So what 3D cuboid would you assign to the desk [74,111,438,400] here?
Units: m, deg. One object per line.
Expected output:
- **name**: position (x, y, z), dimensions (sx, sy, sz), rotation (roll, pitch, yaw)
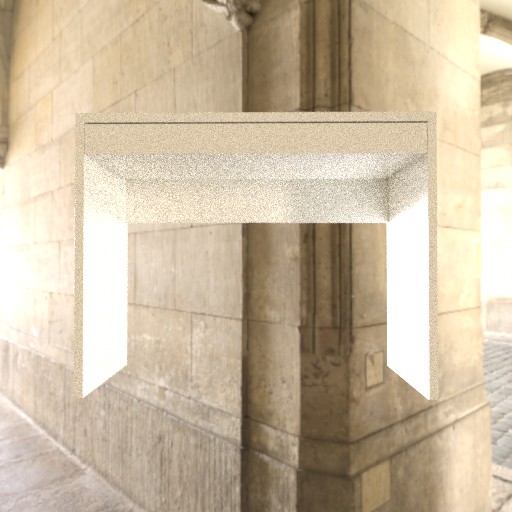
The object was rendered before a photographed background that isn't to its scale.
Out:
- **desk**: position (0.000, 0.000, 1.421), dimensions (1.000, 0.790, 0.400), rotation (0, -1, 1)
